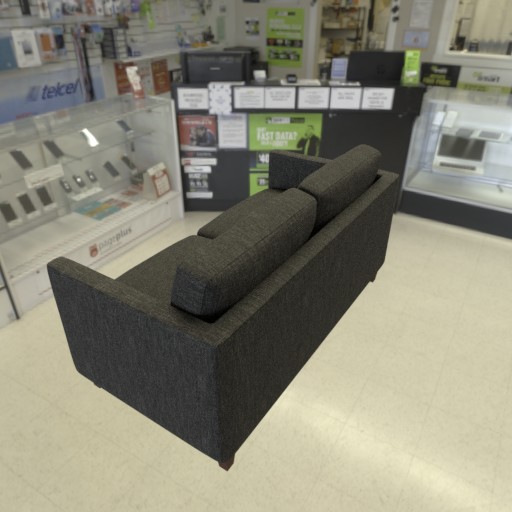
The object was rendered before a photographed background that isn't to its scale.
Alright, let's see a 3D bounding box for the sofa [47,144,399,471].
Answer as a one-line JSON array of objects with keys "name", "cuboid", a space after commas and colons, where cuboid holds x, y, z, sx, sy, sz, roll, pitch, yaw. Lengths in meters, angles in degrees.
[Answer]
[{"name": "sofa", "cuboid": [0.000, 0.000, 2.446, 0.950, 0.963, 1.884, 19, 36, 28]}]
